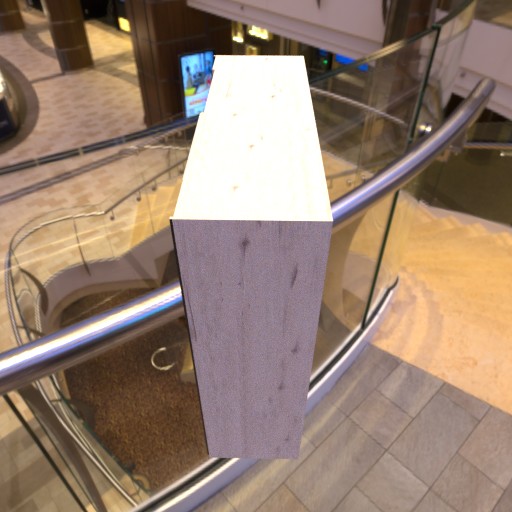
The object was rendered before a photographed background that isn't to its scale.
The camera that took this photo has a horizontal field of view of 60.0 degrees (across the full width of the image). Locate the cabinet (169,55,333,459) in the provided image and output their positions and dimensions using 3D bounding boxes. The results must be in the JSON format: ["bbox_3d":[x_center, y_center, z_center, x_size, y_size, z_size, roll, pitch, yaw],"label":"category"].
[{"bbox_3d":[0.000,0.000,3.255,0.660,2.180,2.000,1,42,1],"label":"cabinet"}]
